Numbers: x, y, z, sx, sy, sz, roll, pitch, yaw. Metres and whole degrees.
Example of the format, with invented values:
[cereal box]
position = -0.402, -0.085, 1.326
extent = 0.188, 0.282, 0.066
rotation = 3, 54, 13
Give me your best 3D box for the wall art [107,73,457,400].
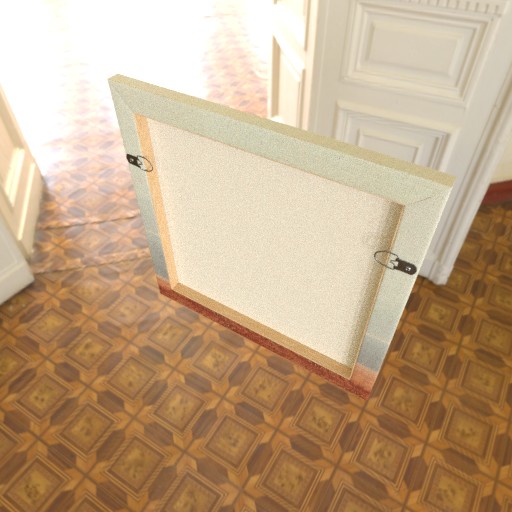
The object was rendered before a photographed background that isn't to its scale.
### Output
[wall art]
position = 0.000, 0.000, 0.606
extent = 0.405, 0.405, 0.023
rotation = 24, 51, 21
